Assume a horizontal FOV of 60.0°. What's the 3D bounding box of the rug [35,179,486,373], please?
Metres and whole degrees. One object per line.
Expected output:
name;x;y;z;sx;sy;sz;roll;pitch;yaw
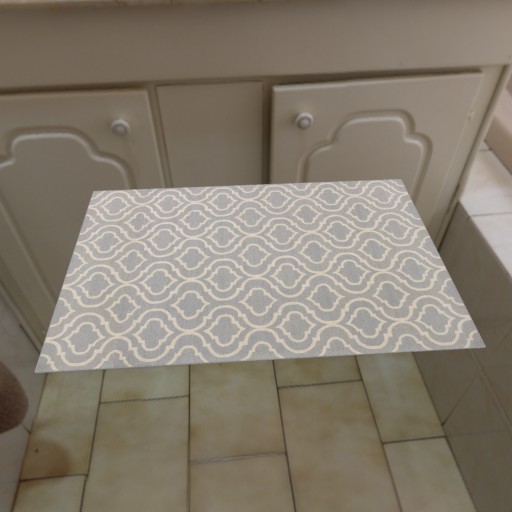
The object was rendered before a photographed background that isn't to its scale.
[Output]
rug;0.000;0.000;2.115;1.749;0.015;1.141;-3;45;-3
